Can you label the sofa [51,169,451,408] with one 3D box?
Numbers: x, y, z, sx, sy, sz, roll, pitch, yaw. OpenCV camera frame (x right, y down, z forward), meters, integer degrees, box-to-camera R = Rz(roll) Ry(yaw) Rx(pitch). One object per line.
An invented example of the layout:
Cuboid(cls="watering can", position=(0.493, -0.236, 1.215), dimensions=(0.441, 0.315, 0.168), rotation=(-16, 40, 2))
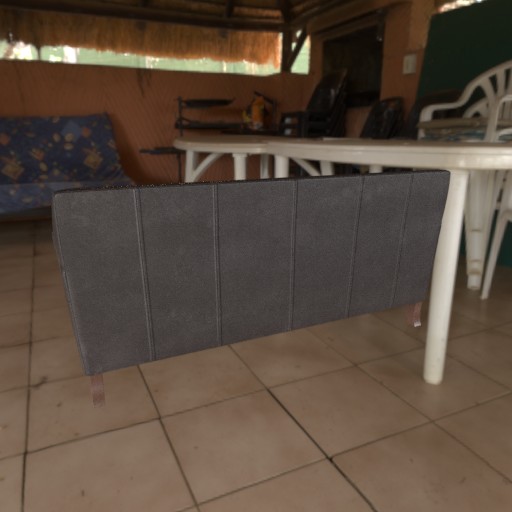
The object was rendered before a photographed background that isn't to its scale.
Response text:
Cuboid(cls="sofa", position=(0.000, 0.000, 2.499), dimensions=(2.053, 0.947, 0.805), rotation=(-8, 17, -25))
